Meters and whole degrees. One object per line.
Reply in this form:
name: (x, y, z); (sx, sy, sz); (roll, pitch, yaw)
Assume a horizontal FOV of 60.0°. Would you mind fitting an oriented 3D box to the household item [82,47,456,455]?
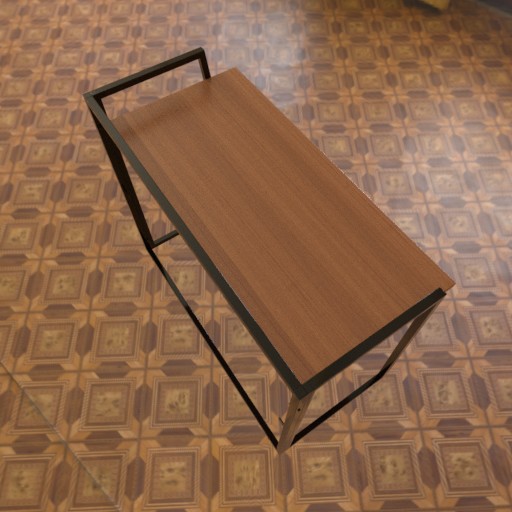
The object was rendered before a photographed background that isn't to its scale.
household item: (0.000, 0.000, 1.507); (0.510, 0.860, 1.050); (-30, 64, -17)
